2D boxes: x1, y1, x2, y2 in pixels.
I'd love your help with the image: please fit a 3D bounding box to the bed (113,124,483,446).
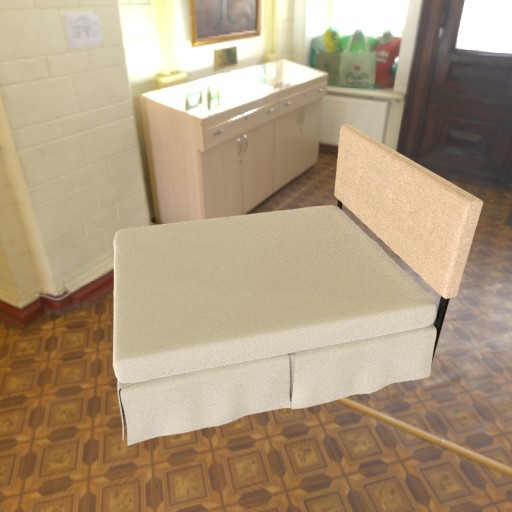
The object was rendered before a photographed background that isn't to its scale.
[{"bbox_3d":[0.000,0.000,3.014,1.978,1.270,1.643,-8,32,-13],"label":"bed"}]
